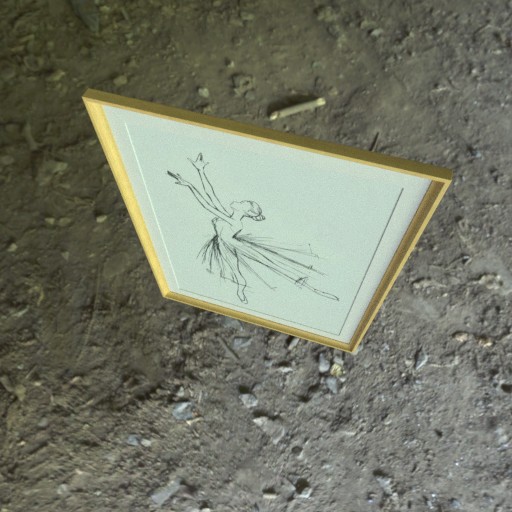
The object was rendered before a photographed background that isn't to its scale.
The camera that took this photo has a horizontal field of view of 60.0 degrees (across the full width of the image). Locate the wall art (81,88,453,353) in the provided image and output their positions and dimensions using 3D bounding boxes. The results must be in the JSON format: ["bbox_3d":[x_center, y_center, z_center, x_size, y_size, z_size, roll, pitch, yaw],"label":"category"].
[{"bbox_3d":[0.000,0.000,1.349,0.798,1.002,0.030,15,60,9],"label":"wall art"}]
